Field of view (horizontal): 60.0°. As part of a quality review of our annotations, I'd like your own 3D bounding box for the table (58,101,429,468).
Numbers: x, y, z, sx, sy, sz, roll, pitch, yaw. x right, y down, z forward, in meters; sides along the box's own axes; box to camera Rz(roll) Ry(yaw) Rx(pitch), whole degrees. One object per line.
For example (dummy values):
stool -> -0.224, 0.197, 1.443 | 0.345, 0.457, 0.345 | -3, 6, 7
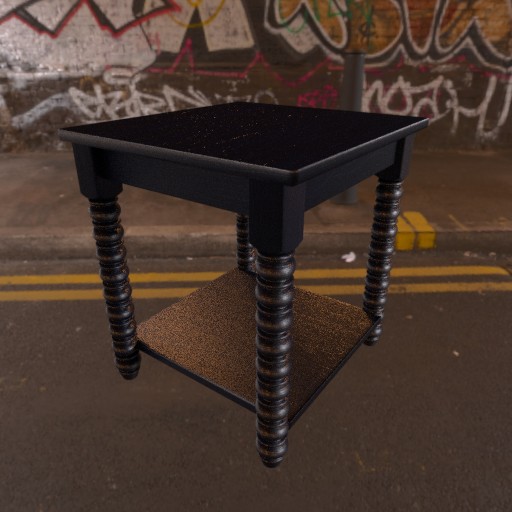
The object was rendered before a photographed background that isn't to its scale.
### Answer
table -> 0.000, 0.000, 0.973 | 0.500, 0.567, 0.533 | 17, 31, 32
